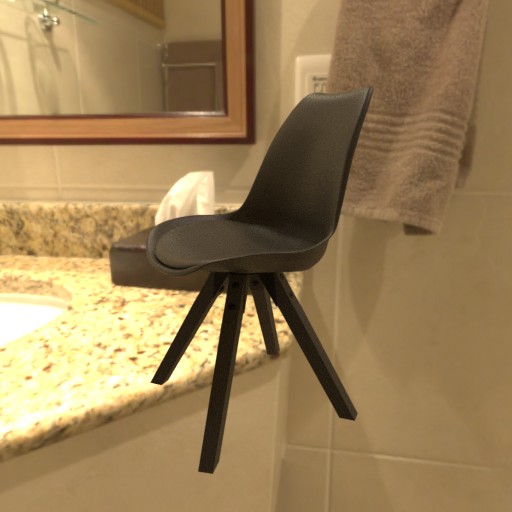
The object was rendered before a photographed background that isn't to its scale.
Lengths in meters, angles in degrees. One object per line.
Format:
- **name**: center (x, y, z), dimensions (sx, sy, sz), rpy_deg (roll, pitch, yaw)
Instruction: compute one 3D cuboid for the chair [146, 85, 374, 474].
- **chair**: center (0.000, 0.000, 1.174), dimensions (0.550, 0.850, 0.485), rpy_deg (-8, 18, -27)
